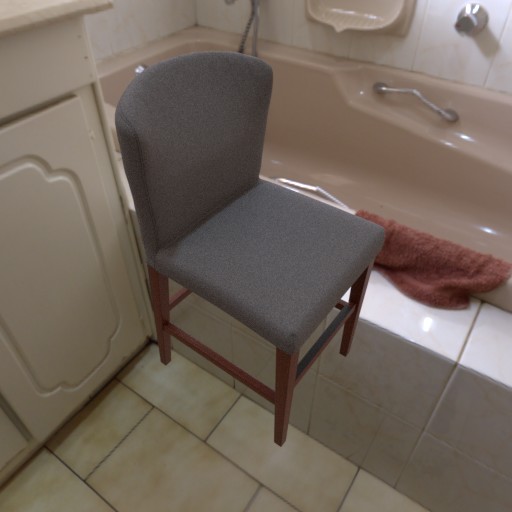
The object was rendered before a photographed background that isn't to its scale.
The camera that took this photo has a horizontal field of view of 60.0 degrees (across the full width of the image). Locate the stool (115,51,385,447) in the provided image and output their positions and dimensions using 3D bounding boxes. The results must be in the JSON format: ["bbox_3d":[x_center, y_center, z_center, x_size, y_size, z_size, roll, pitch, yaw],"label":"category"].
[{"bbox_3d":[0.000,0.000,1.258,0.568,0.968,0.481,27,48,27],"label":"stool"}]
